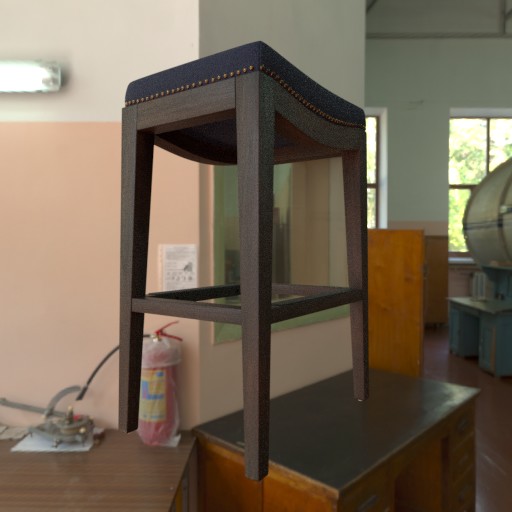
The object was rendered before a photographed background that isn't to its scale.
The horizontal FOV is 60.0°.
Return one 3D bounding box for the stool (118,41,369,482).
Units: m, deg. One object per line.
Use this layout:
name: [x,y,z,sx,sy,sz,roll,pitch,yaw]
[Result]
stool: [0.000,0.000,1.023,0.358,0.740,0.498,1,1,35]
